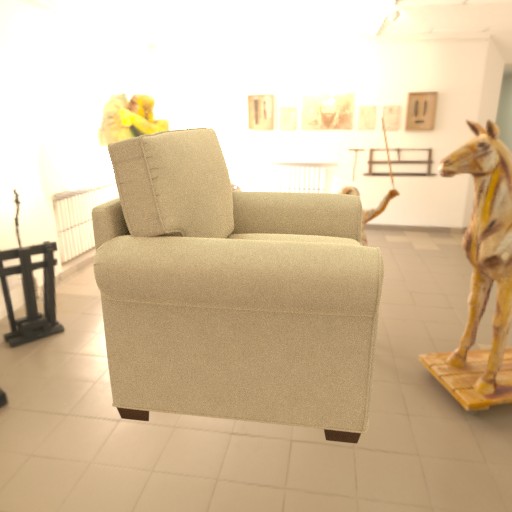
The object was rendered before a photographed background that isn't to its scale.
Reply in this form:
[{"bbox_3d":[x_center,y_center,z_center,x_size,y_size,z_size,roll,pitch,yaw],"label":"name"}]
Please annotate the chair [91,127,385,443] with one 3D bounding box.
[{"bbox_3d":[0.000,0.000,1.732,0.863,0.955,1.040,3,18,8],"label":"chair"}]
